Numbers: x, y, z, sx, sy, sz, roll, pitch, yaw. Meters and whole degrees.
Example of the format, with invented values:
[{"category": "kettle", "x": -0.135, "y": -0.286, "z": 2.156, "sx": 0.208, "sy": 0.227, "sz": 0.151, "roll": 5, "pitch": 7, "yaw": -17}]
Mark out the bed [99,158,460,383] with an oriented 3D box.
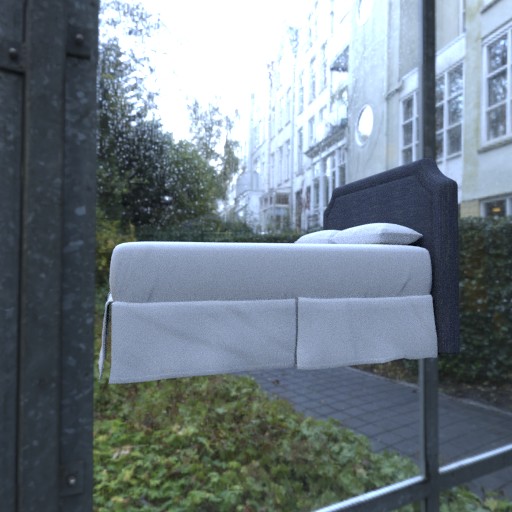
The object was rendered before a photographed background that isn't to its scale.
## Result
[{"category": "bed", "x": 0.000, "y": 0.000, "z": 3.209, "sx": 2.116, "sy": 1.290, "sz": 1.693, "roll": 0, "pitch": -1, "yaw": -18}]
